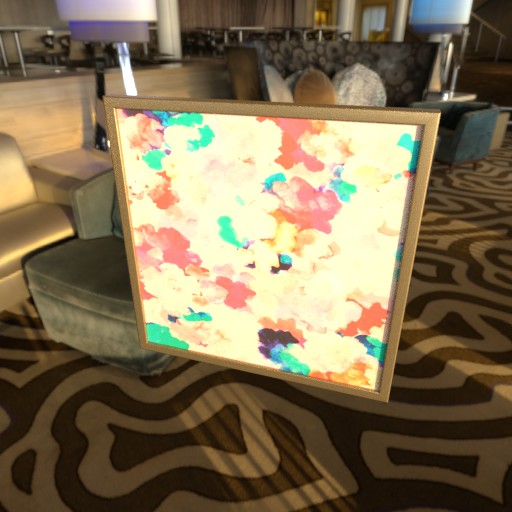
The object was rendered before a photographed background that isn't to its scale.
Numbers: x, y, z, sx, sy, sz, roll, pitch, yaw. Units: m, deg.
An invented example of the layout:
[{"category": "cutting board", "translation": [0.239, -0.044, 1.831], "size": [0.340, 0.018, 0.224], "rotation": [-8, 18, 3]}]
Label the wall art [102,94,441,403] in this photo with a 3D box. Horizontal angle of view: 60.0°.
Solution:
[{"category": "wall art", "translation": [0.000, 0.000, 1.155], "size": [0.767, 0.765, 0.036], "rotation": [8, 28, 16]}]
